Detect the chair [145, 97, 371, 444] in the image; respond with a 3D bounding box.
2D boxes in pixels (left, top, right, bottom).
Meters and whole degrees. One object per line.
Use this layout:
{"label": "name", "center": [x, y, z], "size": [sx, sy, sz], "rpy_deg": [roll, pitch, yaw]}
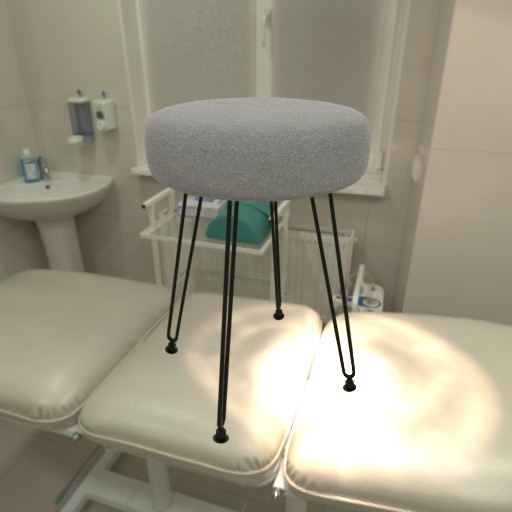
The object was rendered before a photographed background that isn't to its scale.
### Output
{"label": "chair", "center": [0.000, 0.000, 0.683], "size": [0.350, 0.440, 0.350], "rpy_deg": [8, 28, 16]}
